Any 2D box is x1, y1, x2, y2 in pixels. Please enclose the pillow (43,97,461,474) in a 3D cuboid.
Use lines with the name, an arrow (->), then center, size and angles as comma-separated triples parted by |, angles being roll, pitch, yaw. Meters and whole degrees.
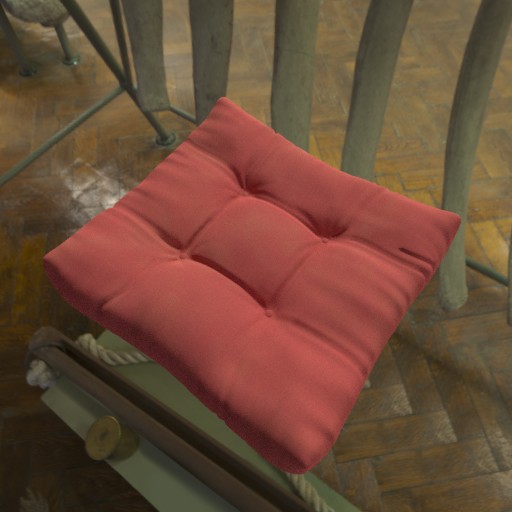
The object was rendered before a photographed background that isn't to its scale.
pillow -> 0.000, 0.000, 0.710 | 0.490, 0.128, 0.468 | 32, 64, 18
